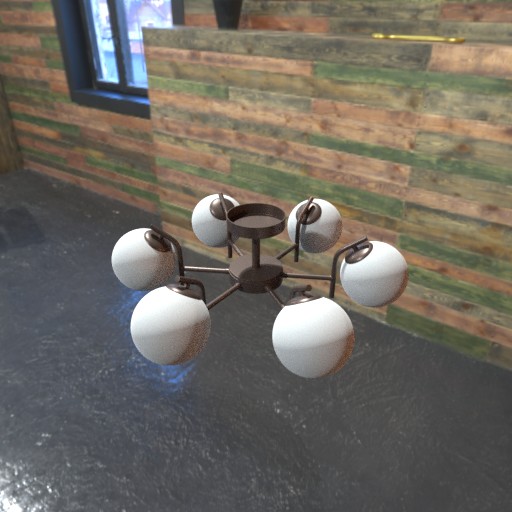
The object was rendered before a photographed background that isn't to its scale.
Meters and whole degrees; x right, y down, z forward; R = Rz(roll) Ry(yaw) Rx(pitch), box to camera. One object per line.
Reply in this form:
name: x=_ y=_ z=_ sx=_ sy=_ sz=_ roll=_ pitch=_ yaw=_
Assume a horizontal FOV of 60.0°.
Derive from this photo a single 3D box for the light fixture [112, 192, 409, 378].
light fixture: x=0.000 y=0.000 z=0.982 sx=0.662 sy=0.201 sz=0.662 roll=0 pitch=30 yaw=0
